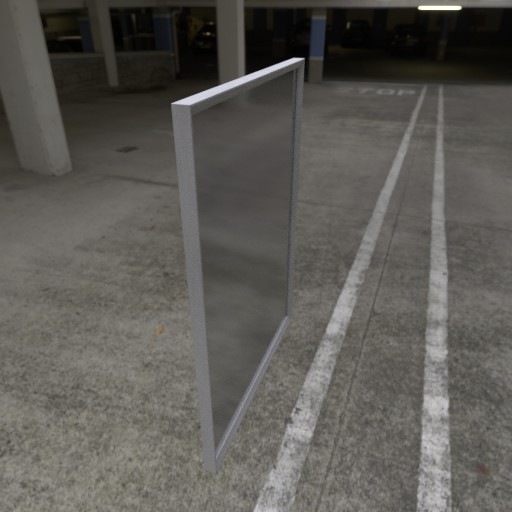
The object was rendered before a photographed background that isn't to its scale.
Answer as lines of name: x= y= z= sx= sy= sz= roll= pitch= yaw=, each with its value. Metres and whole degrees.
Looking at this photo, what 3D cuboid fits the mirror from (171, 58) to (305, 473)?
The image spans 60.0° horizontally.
mirror: x=0.000 y=0.000 z=1.328 sx=0.041 sy=1.016 sz=0.762 roll=10 pitch=32 yaw=18
